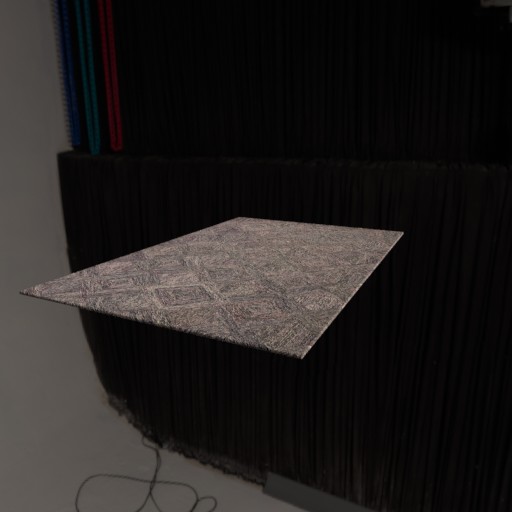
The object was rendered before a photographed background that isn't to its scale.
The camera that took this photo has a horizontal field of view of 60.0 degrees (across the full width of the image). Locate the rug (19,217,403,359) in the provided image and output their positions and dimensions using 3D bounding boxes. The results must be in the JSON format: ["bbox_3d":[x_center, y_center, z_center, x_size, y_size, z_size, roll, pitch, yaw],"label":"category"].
[{"bbox_3d":[0.000,0.000,2.882,1.501,0.017,2.298,7,17,25],"label":"rug"}]
